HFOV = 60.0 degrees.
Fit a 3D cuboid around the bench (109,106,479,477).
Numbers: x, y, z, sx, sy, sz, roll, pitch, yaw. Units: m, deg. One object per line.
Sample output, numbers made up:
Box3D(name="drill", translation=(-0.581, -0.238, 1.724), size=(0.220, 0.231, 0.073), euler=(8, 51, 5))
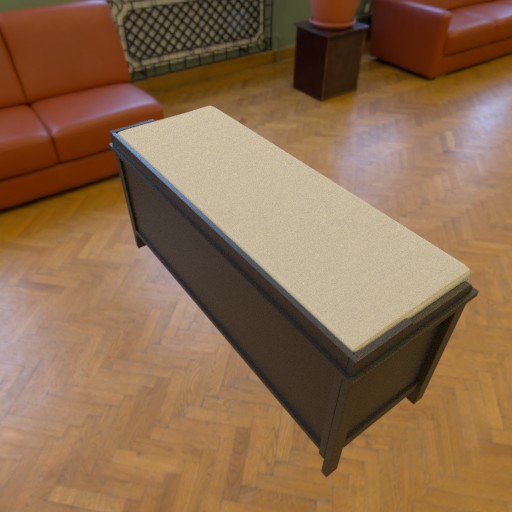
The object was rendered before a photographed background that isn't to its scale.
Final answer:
Box3D(name="bench", translation=(0.000, 0.000, 1.377), size=(0.398, 0.501, 1.140), euler=(-26, 48, -26))
